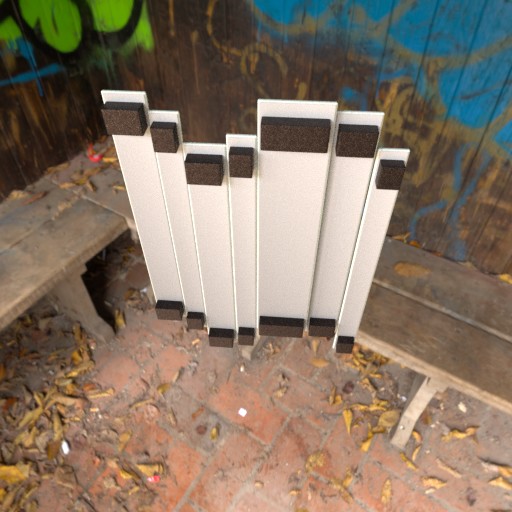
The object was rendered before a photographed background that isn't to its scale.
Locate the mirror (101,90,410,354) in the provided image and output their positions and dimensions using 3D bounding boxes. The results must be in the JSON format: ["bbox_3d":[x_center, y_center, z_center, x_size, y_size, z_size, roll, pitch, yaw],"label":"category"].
[{"bbox_3d":[0.000,0.000,0.817,0.445,0.611,0.058,3,46,3],"label":"mirror"}]
